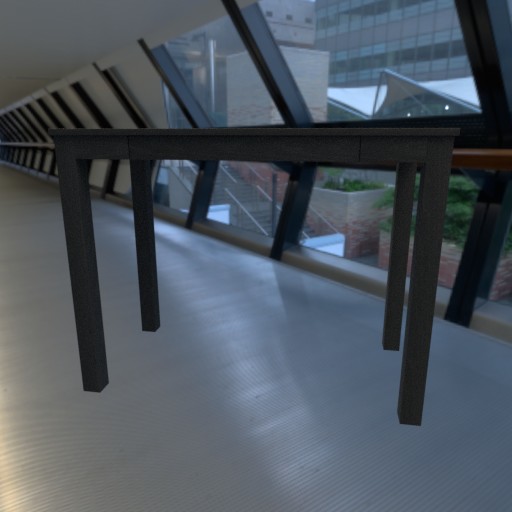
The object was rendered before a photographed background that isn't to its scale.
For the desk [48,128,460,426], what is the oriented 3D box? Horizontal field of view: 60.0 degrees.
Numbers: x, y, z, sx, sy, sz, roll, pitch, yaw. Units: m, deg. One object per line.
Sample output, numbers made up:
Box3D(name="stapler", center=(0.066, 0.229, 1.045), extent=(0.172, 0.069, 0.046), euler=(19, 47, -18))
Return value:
Box3D(name="desk", center=(0.000, 0.000, 1.386), extent=(0.991, 0.762, 0.499), euler=(3, 16, 9))
